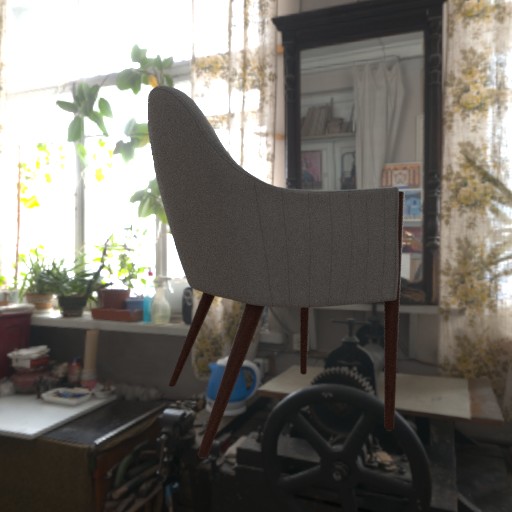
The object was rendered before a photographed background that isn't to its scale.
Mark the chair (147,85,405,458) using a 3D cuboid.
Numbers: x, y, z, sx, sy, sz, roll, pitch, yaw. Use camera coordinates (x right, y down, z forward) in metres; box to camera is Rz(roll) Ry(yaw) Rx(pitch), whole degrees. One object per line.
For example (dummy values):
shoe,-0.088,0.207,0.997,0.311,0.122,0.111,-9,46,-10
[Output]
chair,0.000,0.000,1.304,0.620,0.889,0.610,0,1,-18
